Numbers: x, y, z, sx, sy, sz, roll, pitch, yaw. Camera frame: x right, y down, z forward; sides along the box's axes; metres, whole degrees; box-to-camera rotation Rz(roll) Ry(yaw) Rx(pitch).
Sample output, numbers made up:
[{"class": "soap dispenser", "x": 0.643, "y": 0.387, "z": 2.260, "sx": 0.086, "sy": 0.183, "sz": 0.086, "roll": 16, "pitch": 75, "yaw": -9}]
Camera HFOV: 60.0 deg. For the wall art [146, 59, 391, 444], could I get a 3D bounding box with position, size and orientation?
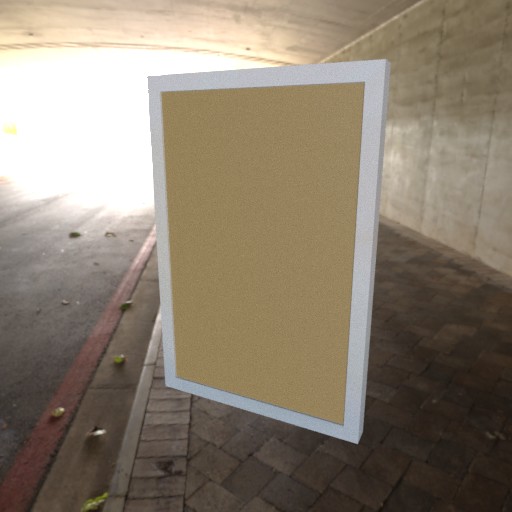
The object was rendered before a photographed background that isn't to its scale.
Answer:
[{"class": "wall art", "x": 0.000, "y": 0.000, "z": 0.782, "sx": 0.408, "sy": 0.611, "sz": 0.038, "roll": 8, "pitch": 17, "yaw": 25}]
